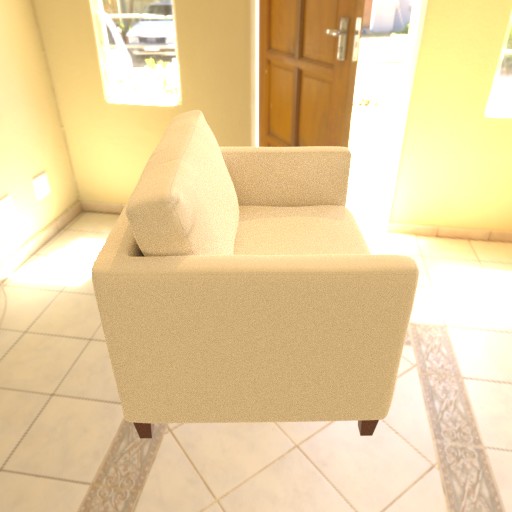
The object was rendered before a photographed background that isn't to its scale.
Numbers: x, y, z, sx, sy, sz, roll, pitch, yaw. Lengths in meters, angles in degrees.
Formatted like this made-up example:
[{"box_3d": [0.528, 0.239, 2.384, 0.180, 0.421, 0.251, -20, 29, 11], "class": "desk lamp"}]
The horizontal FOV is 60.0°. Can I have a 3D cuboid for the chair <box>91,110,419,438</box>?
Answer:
[{"box_3d": [0.000, 0.000, 1.660, 0.878, 0.885, 1.019, 0, 32, -1], "class": "chair"}]
